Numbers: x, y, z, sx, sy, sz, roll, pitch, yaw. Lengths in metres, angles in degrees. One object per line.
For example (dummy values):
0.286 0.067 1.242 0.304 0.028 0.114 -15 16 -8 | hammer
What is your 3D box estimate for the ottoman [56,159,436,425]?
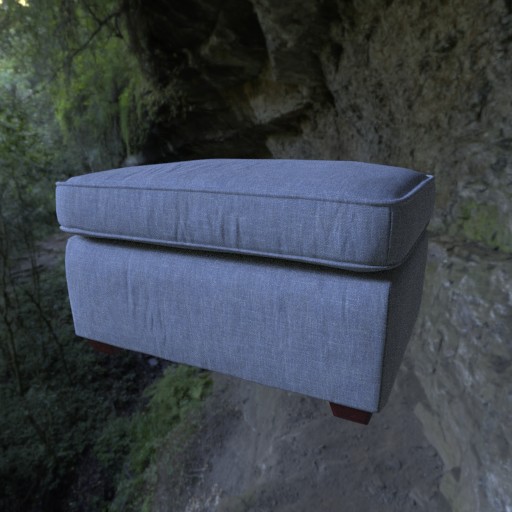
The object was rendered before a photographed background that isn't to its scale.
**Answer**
0.000 0.000 1.082 0.762 0.457 0.559 7 17 25 | ottoman
